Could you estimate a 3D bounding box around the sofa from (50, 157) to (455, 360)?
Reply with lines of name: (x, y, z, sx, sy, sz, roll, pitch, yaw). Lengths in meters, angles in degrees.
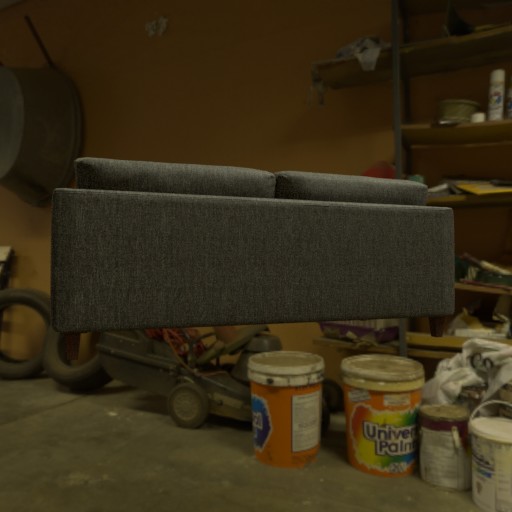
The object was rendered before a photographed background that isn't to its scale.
sofa: (0.000, 0.000, 2.716, 2.208, 0.960, 0.948, 0, -1, -18)
